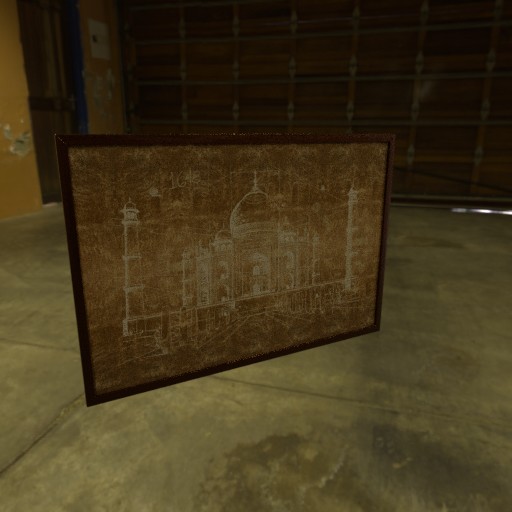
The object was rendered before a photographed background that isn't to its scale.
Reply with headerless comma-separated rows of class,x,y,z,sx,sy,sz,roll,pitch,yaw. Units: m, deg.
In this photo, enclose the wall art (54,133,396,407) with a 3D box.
wall art,0.000,0.000,1.053,0.816,0.559,0.014,-8,17,-26
